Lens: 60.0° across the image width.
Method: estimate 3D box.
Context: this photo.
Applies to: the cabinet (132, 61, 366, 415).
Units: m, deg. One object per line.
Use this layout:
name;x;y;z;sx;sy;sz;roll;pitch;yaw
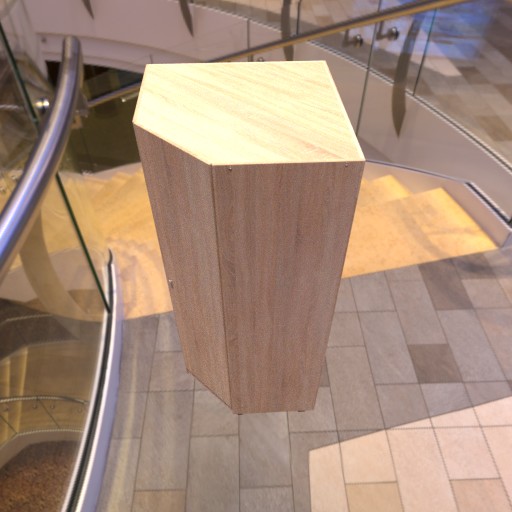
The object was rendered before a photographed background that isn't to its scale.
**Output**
cabinet;0.000;0.000;2.814;1.327;2.120;1.094;33;54;28
